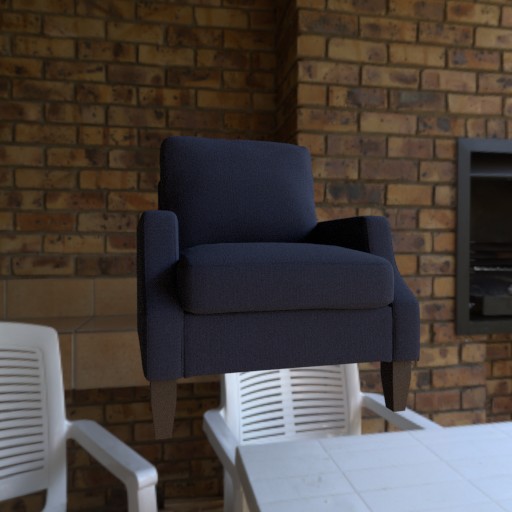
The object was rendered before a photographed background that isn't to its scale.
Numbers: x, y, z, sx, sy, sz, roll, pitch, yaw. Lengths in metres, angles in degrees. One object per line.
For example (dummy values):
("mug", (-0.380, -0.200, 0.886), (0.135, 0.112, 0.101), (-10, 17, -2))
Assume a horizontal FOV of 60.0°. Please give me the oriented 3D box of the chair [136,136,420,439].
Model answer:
("chair", (0.000, 0.000, 1.669), (0.855, 0.991, 0.897), (0, 1, -16))
